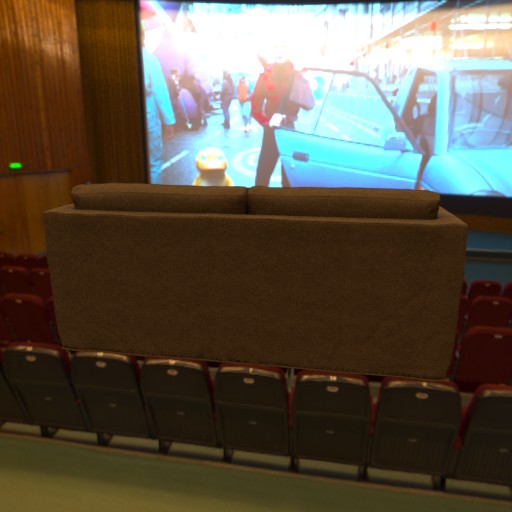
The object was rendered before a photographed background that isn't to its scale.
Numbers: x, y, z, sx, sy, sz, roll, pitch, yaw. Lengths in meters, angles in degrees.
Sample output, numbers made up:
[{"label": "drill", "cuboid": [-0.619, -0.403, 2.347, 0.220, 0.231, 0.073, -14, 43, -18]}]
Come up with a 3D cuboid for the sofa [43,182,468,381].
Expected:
[{"label": "sofa", "cuboid": [0.000, 0.000, 2.497, 1.982, 0.855, 0.953, 3, 15, 9]}]
